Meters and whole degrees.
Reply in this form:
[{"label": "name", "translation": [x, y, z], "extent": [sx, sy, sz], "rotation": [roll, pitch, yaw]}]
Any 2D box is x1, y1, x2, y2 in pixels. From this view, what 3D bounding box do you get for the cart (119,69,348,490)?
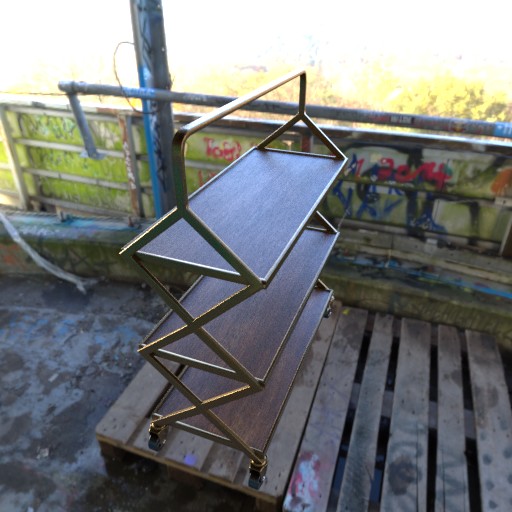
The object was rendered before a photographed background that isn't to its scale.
[{"label": "cart", "translation": [0.000, 0.000, 1.136], "extent": [0.313, 0.805, 0.723], "rotation": [12, 33, 18]}]
